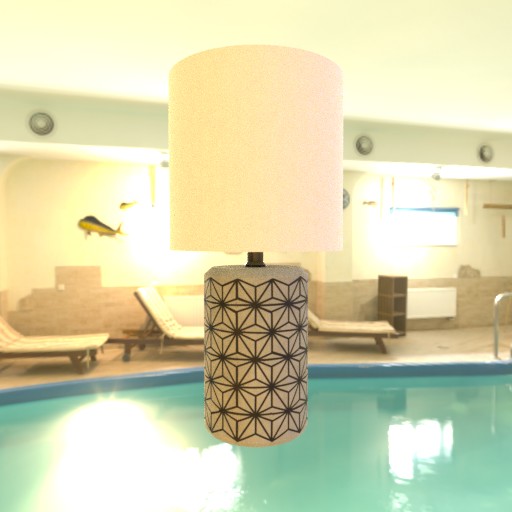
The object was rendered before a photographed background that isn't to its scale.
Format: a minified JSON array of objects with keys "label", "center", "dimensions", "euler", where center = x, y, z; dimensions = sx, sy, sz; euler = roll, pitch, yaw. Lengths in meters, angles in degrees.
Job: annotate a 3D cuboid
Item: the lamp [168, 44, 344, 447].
[{"label":"lamp","center":[0.000,0.000,0.538],"dimensions":[0.206,0.416,0.206],"euler":[-1,2,-35]}]
